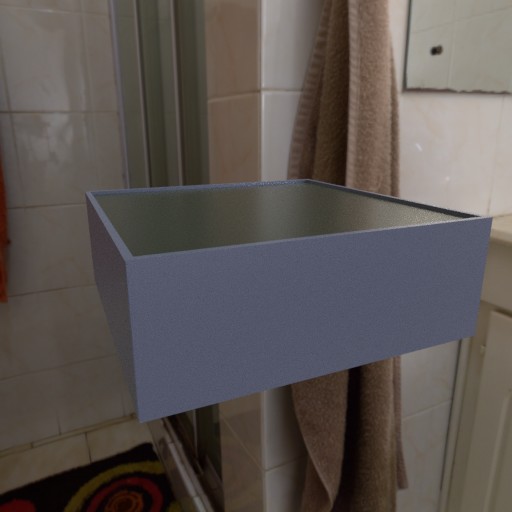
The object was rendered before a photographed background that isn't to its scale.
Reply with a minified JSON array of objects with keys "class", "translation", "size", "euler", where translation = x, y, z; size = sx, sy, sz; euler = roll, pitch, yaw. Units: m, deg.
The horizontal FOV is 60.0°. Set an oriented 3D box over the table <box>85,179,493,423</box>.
[{"class":"table","translation":[0.000,0.000,1.226],"size":[0.801,0.299,0.801],"euler":[-7,18,-23]}]
